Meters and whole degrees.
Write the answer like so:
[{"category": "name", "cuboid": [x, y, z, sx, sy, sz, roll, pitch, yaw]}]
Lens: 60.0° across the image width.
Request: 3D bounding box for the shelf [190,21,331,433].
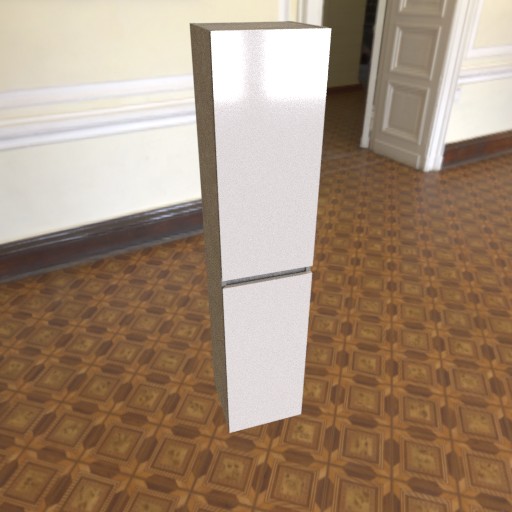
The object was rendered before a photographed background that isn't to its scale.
[{"category": "shelf", "cuboid": [0.000, 0.000, 1.513, 0.300, 1.400, 0.270, -9, 32, -15]}]
